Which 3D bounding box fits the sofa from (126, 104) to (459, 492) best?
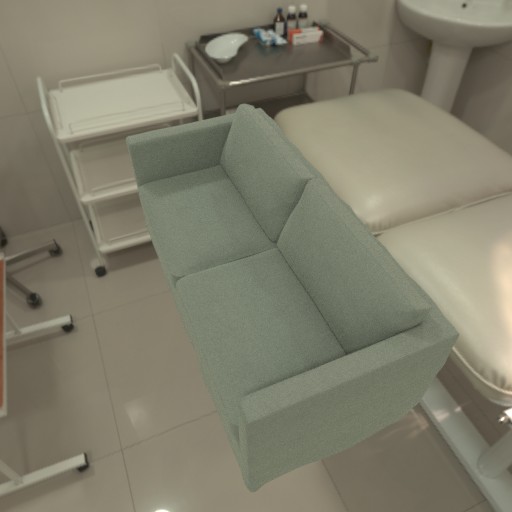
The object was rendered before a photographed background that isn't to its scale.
[{"bbox_3d":[0.000,0.000,2.447,0.940,0.870,1.987,-18,49,-16],"label":"sofa"}]
